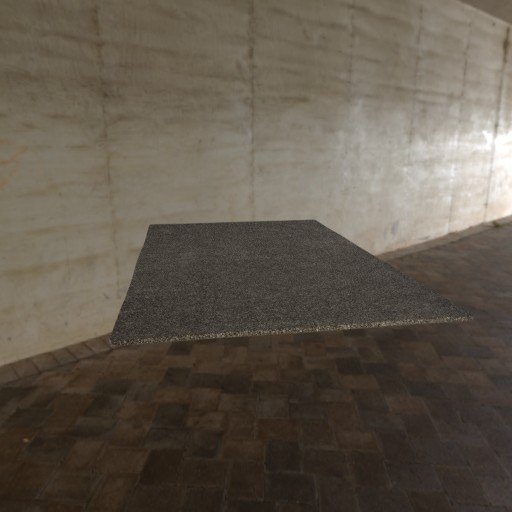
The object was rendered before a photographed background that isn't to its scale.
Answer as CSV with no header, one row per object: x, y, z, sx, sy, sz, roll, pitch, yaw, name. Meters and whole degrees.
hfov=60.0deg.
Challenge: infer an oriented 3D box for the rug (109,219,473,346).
0.000,0.000,2.885,1.502,0.025,2.350,-2,15,-9,rug
